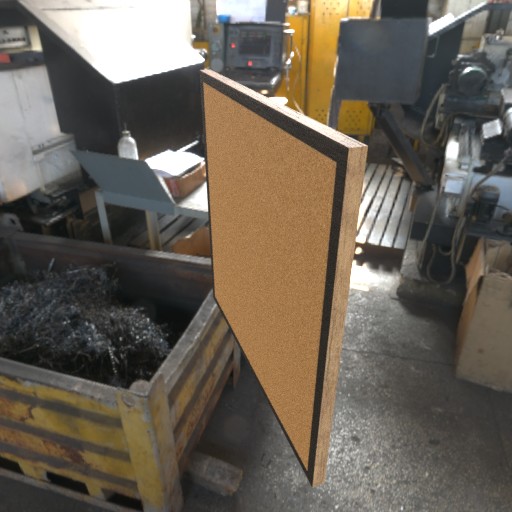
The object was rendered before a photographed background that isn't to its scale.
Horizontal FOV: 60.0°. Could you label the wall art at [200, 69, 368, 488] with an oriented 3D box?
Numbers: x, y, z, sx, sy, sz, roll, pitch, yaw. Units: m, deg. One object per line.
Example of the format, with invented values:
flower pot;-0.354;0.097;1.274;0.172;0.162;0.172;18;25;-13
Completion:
wall art;0.000;0.000;0.996;0.029;0.691;0.695;-11;32;-18
